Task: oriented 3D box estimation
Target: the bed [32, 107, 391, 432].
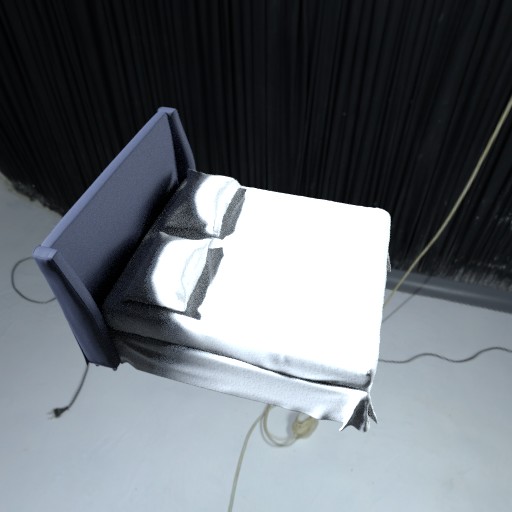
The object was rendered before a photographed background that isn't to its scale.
[{"bbox_3d":[0.000,0.000,3.514,2.276,1.332,1.925,11,47,11],"label":"bed"}]
